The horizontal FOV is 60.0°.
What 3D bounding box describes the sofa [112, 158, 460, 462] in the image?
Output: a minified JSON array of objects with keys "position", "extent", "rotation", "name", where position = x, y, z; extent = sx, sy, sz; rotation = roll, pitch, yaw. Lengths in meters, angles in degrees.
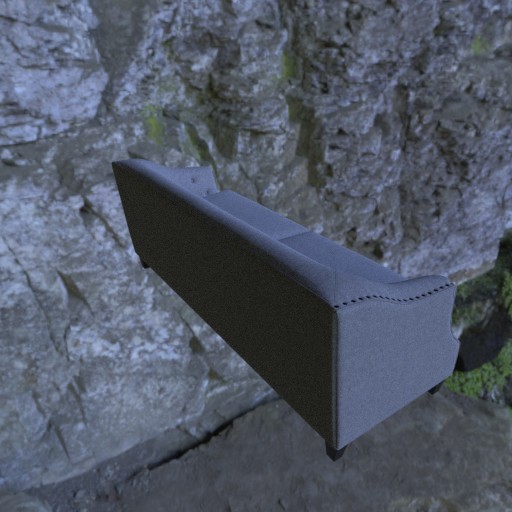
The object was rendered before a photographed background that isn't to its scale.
[{"position":[0.000,0.000,2.680],"extent":[0.914,0.901,2.235],"rotation":[-18,32,-31],"name":"sofa"}]
